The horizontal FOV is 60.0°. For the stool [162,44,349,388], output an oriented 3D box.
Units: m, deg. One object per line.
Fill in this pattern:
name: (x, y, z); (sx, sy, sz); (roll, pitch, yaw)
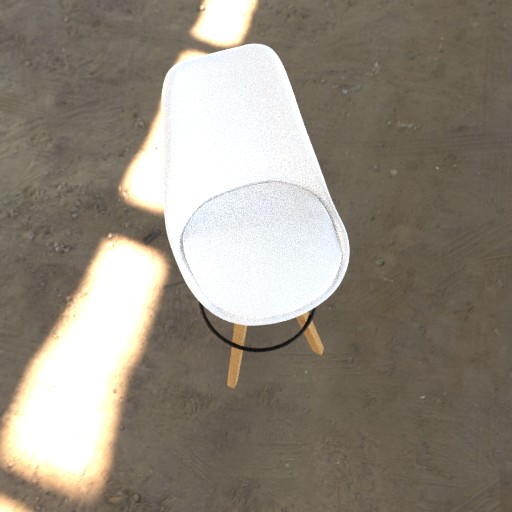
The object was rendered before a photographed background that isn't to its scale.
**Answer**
stool: (0.000, 0.000, 1.407); (0.482, 1.115, 0.549); (-19, 65, -9)
